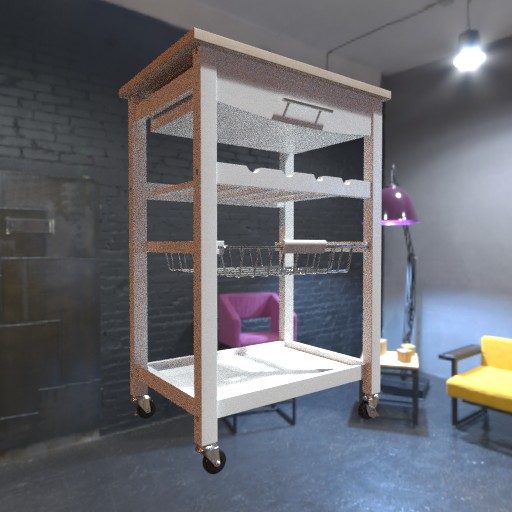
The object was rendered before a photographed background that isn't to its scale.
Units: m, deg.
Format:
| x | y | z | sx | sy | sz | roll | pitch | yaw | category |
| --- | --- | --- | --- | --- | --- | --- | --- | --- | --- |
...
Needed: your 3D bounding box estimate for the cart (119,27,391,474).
| x | y | z | sx | sy | sz | roll | pitch | yaw | category |
| --- | --- | --- | --- | --- | --- | --- | --- | --- | --- |
| 0.000 | 0.000 | 1.158 | 0.578 | 0.857 | 0.406 | -1 | 2 | -36 | cart |
